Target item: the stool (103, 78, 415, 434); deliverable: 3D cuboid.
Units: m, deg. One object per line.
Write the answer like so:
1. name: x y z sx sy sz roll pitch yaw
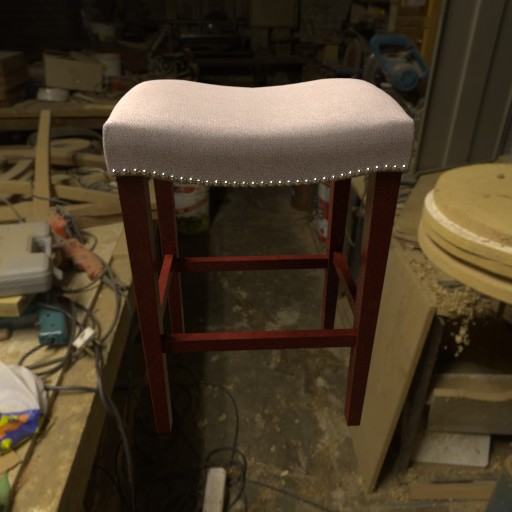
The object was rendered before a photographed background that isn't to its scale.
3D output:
1. stool: 0.000 0.000 1.017 0.504 0.742 0.372 -1 30 -2
